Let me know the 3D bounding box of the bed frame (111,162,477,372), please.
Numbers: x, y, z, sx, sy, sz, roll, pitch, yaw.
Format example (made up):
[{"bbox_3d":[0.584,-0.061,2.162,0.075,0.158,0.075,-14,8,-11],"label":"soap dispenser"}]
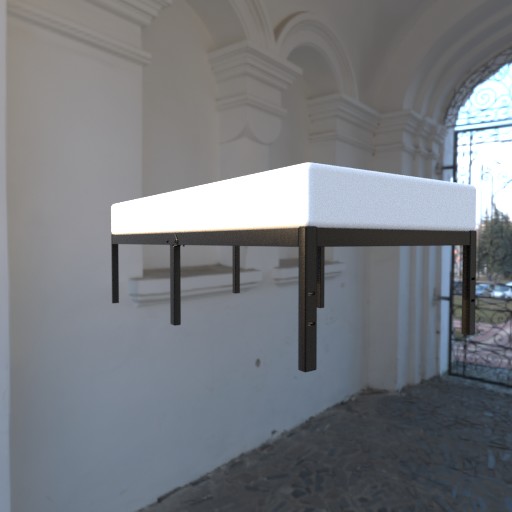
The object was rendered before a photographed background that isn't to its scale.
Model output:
[{"bbox_3d":[0.000,0.000,2.456,1.023,0.659,1.950,-1,2,-35],"label":"bed frame"}]
